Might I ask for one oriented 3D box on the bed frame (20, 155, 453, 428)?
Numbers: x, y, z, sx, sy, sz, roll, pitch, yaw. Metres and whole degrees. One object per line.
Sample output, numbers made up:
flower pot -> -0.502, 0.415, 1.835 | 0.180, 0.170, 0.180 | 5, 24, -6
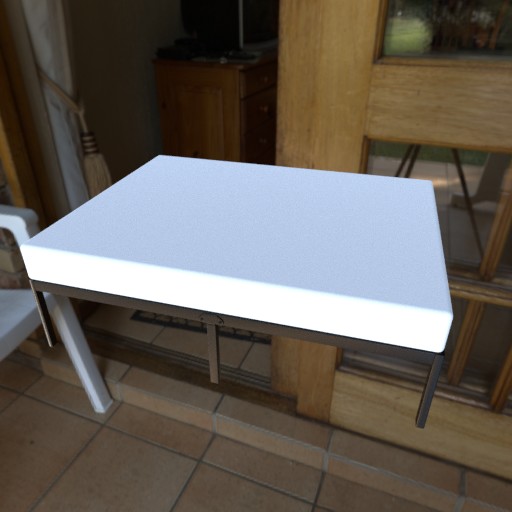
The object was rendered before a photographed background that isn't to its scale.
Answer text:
bed frame -> 0.000, 0.000, 2.767 | 2.072, 0.659, 1.557 | 8, 31, 14
